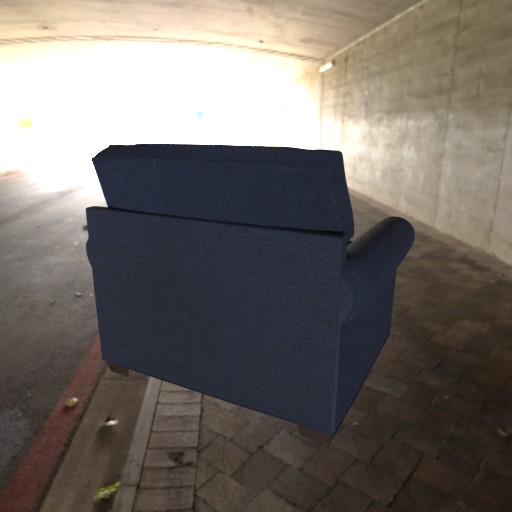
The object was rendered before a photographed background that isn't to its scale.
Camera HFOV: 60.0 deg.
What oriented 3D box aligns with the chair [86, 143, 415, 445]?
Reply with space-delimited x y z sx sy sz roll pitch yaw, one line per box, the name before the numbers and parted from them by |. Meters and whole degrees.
chair | 0.000 0.000 2.081 1.285 1.044 0.963 9 18 27
